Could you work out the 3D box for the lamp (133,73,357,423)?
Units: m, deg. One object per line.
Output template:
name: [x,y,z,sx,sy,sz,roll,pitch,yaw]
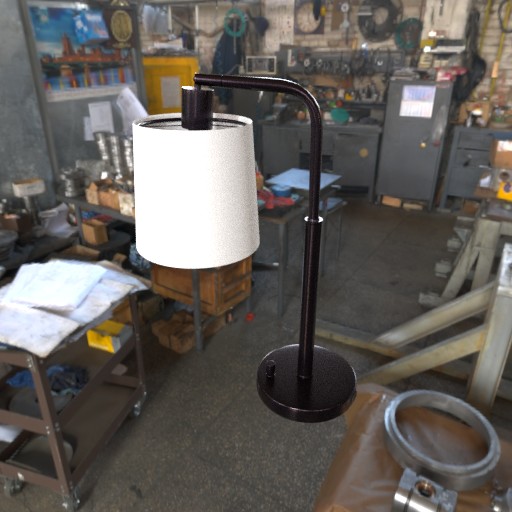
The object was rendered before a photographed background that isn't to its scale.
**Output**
lamp: [0.000,0.000,0.639,0.333,0.489,0.171,-1,25,-2]
